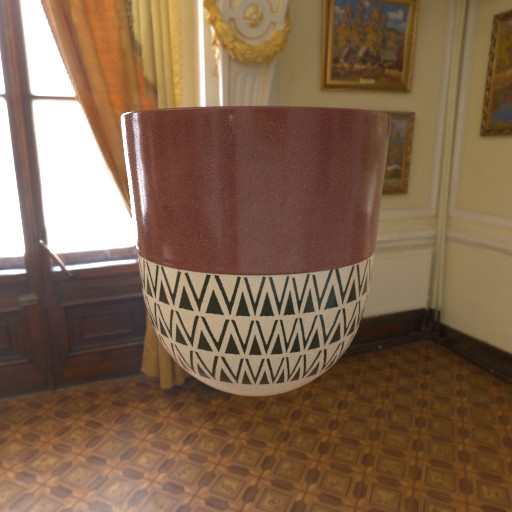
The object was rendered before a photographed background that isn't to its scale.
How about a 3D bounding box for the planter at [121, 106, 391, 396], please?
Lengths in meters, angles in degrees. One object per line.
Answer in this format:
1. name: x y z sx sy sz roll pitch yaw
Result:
1. planter: 0.000 0.000 0.359 0.195 0.214 0.195 0 14 0
